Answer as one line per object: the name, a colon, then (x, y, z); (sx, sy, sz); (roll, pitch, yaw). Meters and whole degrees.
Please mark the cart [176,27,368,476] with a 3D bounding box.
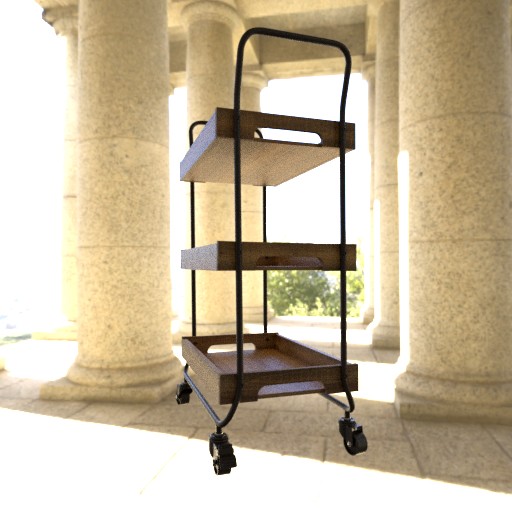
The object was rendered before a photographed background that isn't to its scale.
cart: (0.000, 0.000, 1.131); (0.339, 0.857, 0.583); (0, -1, -18)
